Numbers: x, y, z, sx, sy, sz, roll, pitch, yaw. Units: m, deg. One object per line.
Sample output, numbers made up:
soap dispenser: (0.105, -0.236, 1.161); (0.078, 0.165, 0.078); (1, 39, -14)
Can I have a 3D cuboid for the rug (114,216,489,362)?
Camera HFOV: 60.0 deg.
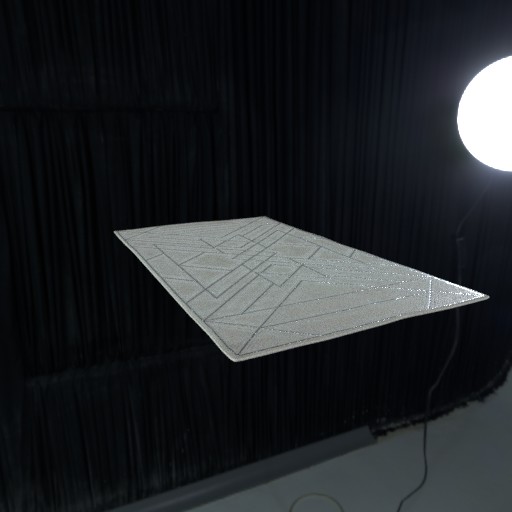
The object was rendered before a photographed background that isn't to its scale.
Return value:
rug: (0.000, 0.000, 1.062); (0.511, 0.008, 0.869); (-8, 18, -26)
